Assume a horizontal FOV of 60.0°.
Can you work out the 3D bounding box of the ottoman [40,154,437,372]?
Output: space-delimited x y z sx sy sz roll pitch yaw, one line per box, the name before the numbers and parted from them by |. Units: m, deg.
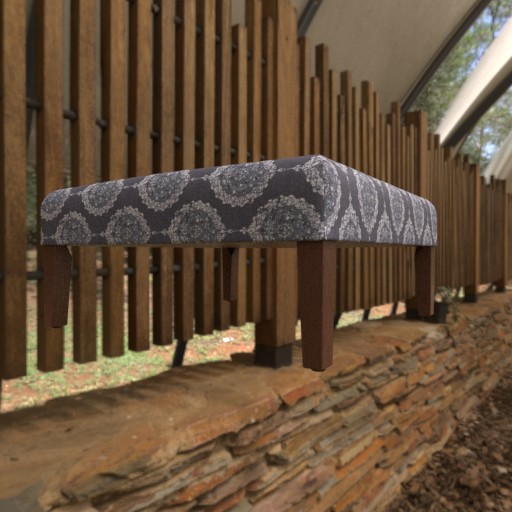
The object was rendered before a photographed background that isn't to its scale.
ottoman | 0.000 0.000 1.376 0.890 0.409 0.889 0 0 34
